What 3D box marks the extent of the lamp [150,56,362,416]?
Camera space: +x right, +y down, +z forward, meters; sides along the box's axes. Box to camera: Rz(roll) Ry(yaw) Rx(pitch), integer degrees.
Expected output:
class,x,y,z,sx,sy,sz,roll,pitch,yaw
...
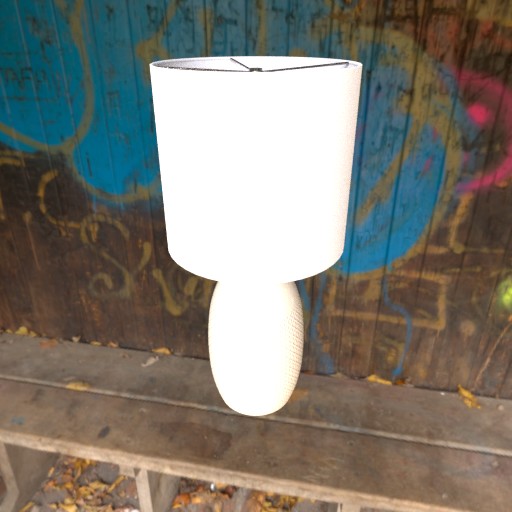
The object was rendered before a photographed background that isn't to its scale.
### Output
class,x,y,z,sx,sy,sz,roll,pitch,yaw
lamp,0.000,0.000,0.565,0.217,0.453,0.217,-8,28,-15
